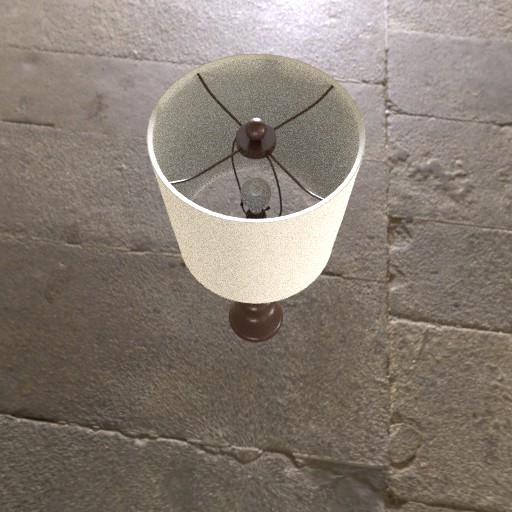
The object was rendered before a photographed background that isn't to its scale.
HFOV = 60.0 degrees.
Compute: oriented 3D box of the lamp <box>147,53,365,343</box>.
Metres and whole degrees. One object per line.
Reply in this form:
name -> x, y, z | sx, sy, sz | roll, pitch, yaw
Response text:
lamp -> 0.000, 0.000, 0.814 | 0.254, 0.690, 0.254 | -35, 69, -16
